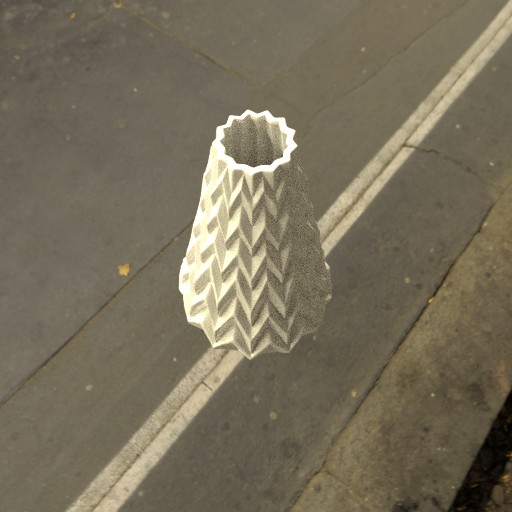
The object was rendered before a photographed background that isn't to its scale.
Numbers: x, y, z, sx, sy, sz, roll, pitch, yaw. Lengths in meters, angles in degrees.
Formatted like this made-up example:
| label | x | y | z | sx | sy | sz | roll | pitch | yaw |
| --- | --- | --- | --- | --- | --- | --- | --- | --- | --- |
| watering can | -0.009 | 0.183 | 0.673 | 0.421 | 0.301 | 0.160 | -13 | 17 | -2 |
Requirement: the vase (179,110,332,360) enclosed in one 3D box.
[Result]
| label | x | y | z | sx | sy | sz | roll | pitch | yaw |
| --- | --- | --- | --- | --- | --- | --- | --- | --- | --- |
| vase | 0.000 | 0.000 | 0.432 | 0.167 | 0.328 | 0.167 | 0 | 62 | 0 |
